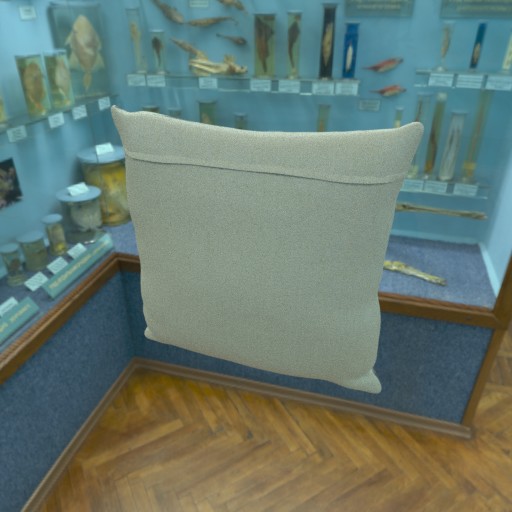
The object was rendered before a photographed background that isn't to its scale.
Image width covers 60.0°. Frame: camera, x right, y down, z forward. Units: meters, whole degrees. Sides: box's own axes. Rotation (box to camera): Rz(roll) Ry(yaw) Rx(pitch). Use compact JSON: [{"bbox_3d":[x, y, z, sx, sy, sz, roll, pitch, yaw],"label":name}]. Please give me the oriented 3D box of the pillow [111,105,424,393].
[{"bbox_3d":[0.000,0.000,0.689,0.440,0.441,0.182,9,32,15],"label":"pillow"}]
